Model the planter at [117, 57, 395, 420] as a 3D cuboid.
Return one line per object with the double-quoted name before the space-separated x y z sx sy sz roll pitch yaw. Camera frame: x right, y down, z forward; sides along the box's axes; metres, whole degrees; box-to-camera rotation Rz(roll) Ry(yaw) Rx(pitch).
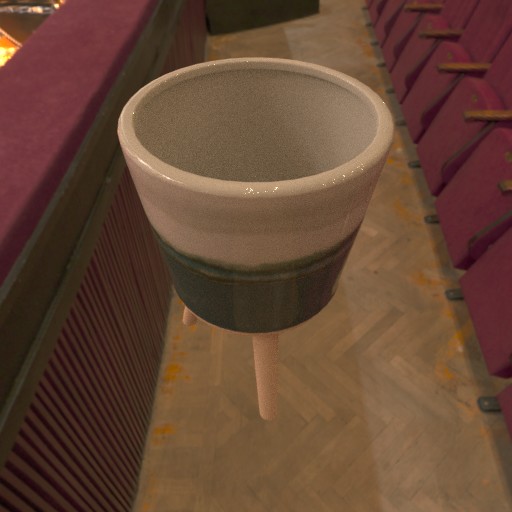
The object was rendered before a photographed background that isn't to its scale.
"planter" 0.000 0.000 0.470 0.217 0.331 0.217 3 46 3
